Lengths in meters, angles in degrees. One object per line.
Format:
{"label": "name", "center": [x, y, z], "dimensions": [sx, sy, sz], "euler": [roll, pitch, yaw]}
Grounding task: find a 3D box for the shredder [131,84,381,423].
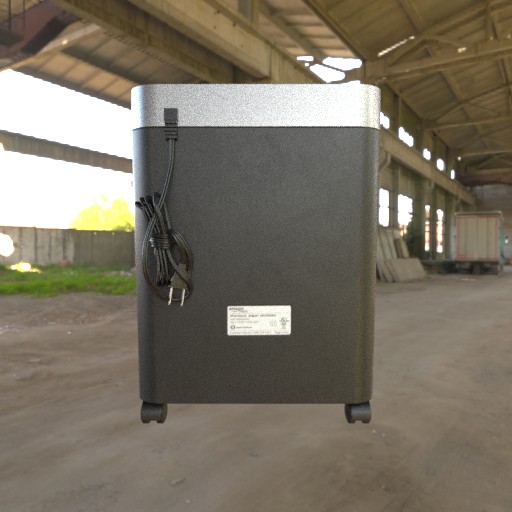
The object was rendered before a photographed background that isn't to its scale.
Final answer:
{"label": "shredder", "center": [0.000, 0.000, 0.603], "dimensions": [0.311, 0.419, 0.237], "euler": [0, 1, 0]}
